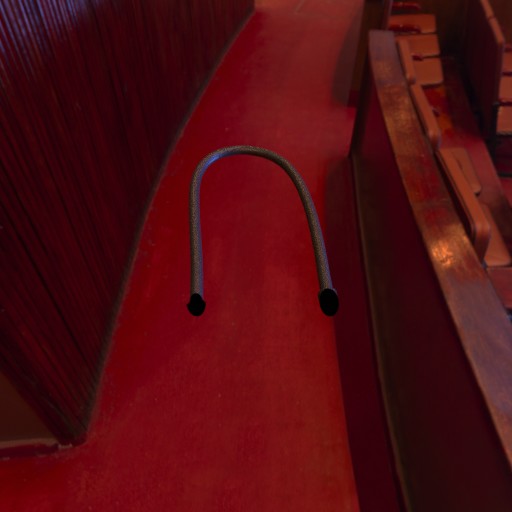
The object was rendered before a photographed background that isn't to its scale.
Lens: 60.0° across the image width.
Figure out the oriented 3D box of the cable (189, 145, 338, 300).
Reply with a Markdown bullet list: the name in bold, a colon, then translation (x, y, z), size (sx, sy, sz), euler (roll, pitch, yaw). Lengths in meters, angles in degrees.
- **cable**: translation (0.000, 0.000, 0.110), size (0.041, 0.005, 0.098), euler (-4, 46, -4)
